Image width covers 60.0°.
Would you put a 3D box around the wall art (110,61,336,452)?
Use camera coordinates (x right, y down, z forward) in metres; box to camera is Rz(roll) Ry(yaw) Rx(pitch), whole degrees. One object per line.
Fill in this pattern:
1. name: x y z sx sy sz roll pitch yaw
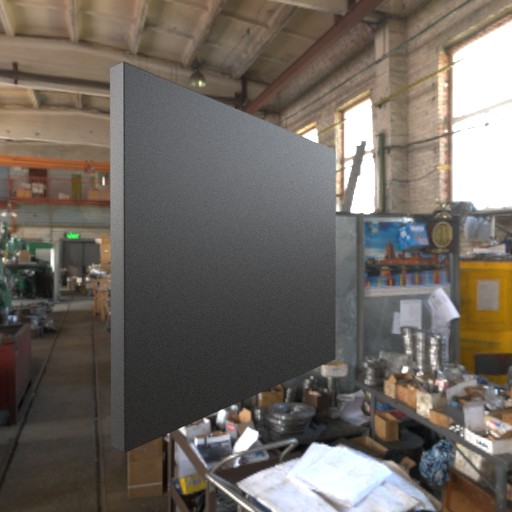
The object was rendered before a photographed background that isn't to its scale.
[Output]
1. wall art: 0.000 0.000 0.747 0.031 0.457 0.558 0 1 36
